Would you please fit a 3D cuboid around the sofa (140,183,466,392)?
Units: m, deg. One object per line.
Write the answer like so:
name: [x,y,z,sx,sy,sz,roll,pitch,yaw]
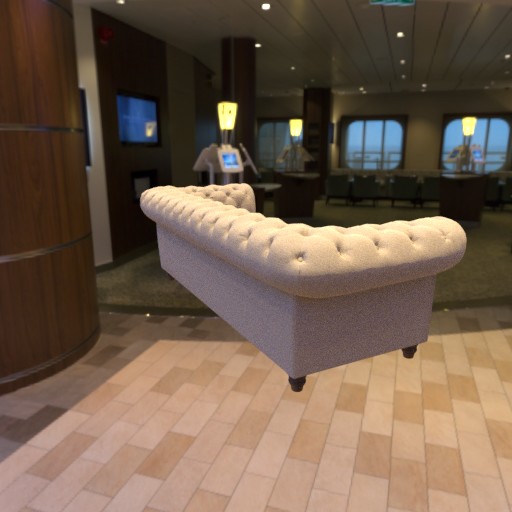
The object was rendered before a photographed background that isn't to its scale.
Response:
sofa: [0.000,0.000,3.174,1.076,0.847,2.694,-7,16,-27]
